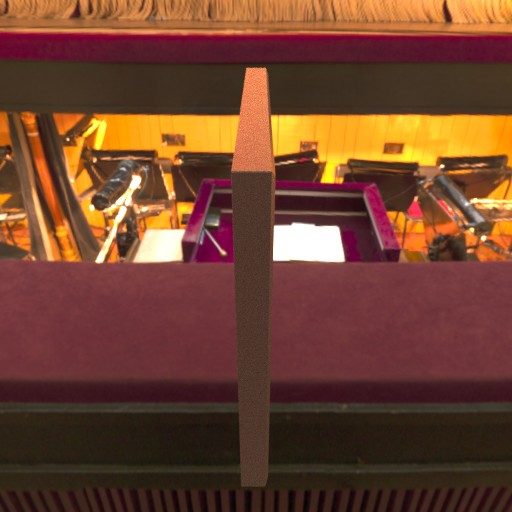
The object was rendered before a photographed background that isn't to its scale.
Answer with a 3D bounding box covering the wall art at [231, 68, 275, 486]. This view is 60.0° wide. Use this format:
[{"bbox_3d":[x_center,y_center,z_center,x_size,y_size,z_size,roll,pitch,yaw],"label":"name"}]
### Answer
[{"bbox_3d":[0.000,0.000,0.515,0.028,0.349,0.349,0,33,0],"label":"wall art"}]
